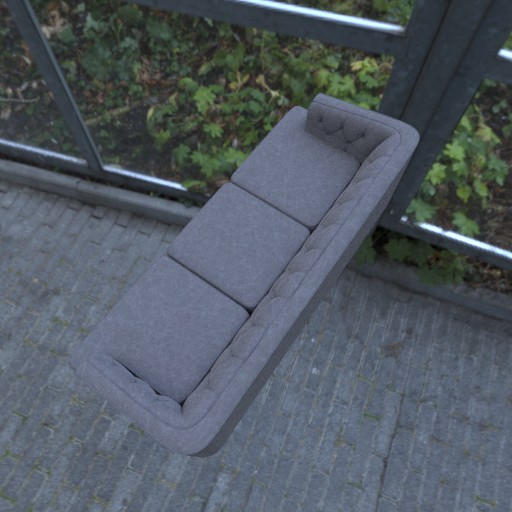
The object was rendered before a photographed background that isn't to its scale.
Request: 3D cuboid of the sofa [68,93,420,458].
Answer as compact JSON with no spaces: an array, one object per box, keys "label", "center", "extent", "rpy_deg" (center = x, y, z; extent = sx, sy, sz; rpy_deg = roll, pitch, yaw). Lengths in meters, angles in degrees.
[{"label":"sofa","center":[0.000,0.000,2.667],"extent":[0.917,0.806,2.247],"rpy_deg":[33,68,15]}]
